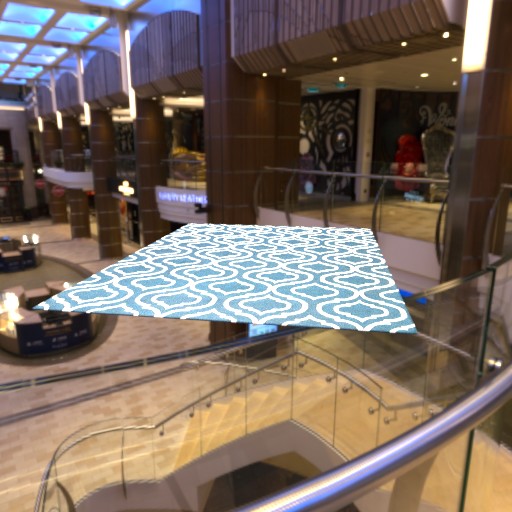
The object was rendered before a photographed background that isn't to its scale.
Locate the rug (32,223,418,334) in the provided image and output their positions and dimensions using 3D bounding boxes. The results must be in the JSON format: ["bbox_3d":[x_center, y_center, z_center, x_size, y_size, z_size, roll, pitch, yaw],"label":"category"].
[{"bbox_3d":[0.000,0.000,4.323,2.438,0.010,3.353,2,14,9],"label":"rug"}]
